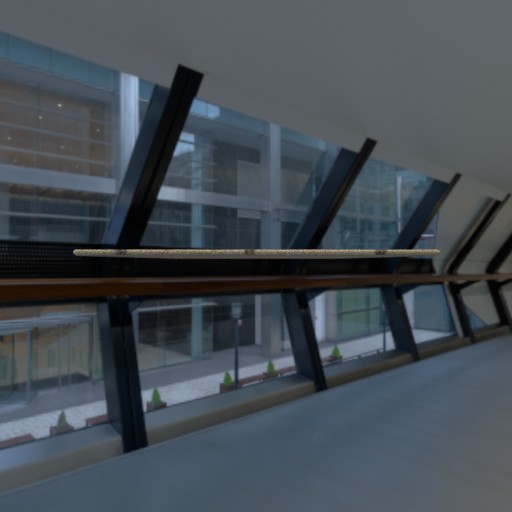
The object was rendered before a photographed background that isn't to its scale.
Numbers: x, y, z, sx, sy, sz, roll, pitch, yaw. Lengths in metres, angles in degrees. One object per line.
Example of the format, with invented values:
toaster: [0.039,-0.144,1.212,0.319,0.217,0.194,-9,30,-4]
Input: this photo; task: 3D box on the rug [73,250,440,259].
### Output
rug: [0.000,0.000,2.966,1.501,0.024,2.348,0,-1,0]
